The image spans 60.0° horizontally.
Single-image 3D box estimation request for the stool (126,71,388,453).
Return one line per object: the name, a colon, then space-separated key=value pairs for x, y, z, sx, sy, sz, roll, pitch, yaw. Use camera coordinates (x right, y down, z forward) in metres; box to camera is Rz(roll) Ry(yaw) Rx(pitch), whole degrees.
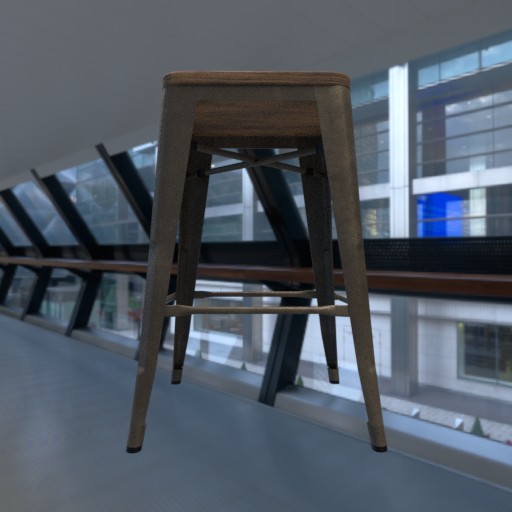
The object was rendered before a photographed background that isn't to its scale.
stool: x=0.000 y=0.000 z=0.884 sx=0.407 sy=0.607 sz=0.407 roll=0 pitch=-1 yaw=0
